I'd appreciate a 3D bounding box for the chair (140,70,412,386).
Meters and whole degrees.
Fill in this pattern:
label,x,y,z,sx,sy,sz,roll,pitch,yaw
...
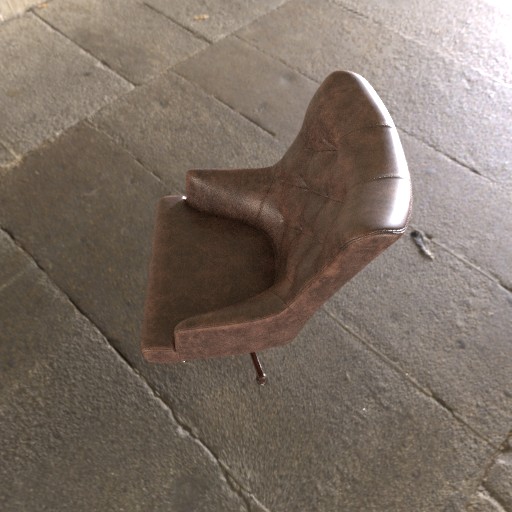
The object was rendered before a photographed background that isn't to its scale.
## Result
label,x,y,z,sx,sy,sz,roll,pitch,yaw
chair,0.000,0.000,1.512,0.762,1.035,0.641,-1,58,-1
